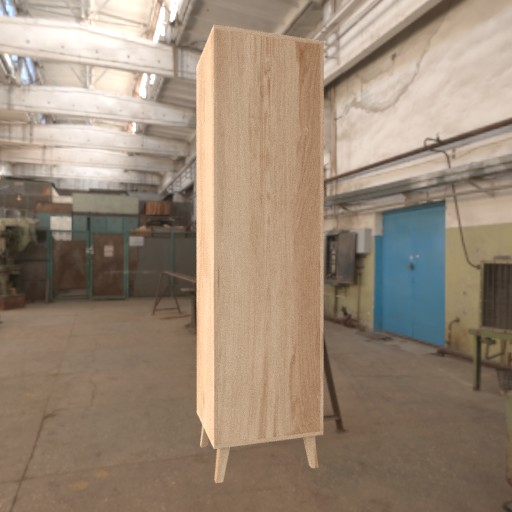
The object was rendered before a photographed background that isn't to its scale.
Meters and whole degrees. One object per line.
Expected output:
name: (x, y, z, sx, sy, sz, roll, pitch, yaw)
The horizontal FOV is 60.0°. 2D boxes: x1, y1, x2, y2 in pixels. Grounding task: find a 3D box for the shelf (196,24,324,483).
shelf: (0.000, 0.000, 2.168, 0.510, 1.960, 0.450, 0, 0, -17)
